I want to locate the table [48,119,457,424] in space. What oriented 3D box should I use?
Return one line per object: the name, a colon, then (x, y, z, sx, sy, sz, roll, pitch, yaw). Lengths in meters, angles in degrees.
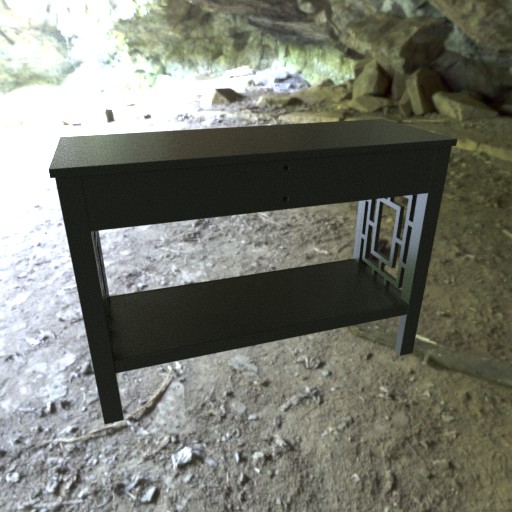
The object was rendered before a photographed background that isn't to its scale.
table: (0.000, 0.000, 1.432, 1.068, 0.753, 0.397, -8, 27, -16)
